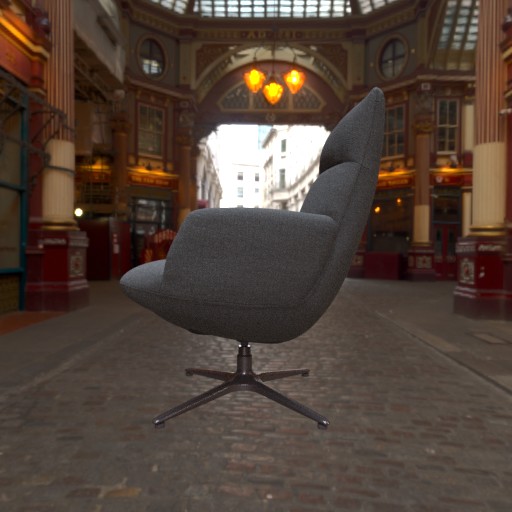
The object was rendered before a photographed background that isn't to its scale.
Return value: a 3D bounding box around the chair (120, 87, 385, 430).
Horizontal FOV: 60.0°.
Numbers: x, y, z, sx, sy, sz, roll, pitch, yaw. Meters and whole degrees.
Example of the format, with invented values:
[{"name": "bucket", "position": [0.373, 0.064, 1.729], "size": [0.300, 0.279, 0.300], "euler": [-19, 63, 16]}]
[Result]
[{"name": "chair", "position": [0.000, 0.000, 1.536], "size": [0.831, 0.984, 0.702], "euler": [0, 1, 1]}]
